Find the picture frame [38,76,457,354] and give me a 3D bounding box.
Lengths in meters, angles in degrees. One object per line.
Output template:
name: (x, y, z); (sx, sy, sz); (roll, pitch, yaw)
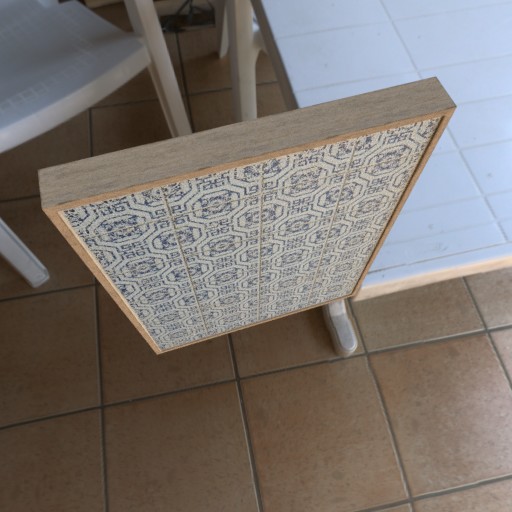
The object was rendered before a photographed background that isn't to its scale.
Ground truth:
picture frame: (0.000, 0.000, 0.675); (0.421, 0.526, 0.046); (-16, 64, -8)
